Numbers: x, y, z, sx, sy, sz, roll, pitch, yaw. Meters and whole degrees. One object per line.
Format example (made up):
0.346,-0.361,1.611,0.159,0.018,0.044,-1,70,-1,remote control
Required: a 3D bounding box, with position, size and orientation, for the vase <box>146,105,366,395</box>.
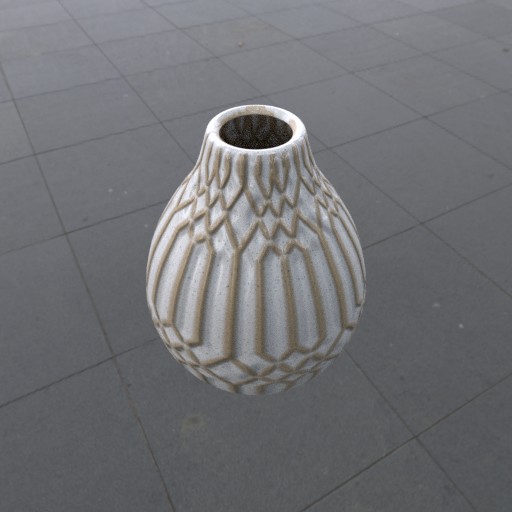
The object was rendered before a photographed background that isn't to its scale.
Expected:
0.000,0.000,0.312,0.159,0.200,0.159,0,45,0,vase
